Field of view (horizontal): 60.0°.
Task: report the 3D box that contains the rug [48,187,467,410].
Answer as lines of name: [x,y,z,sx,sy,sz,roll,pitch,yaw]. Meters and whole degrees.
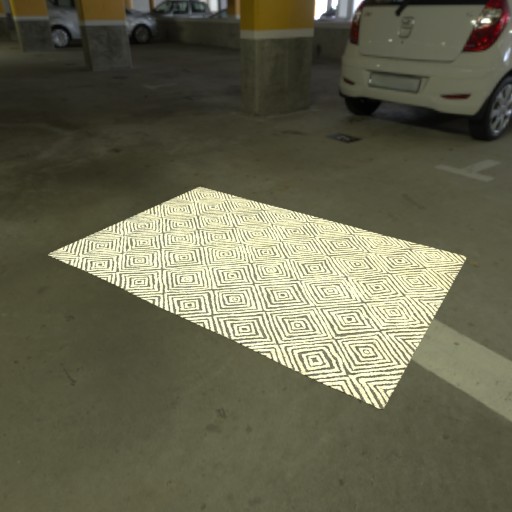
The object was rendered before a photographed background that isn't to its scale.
rug: [0.000,0.000,2.222,1.750,0.004,1.177,19,34,30]
